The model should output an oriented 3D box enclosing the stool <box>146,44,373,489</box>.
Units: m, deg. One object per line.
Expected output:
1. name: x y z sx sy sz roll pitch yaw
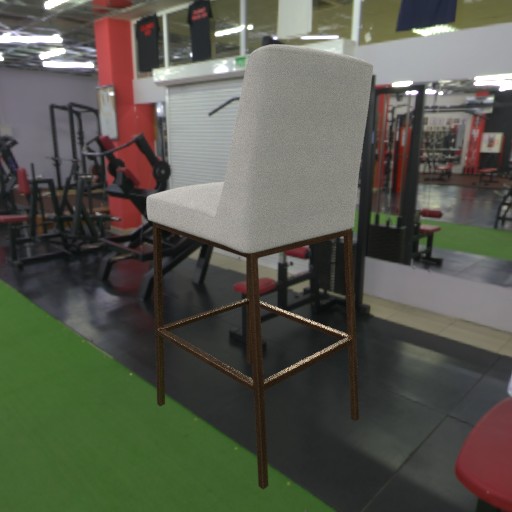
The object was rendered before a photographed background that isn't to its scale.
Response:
1. stool: 0.000 0.000 1.348 0.462 1.084 0.546 -14 21 -41
